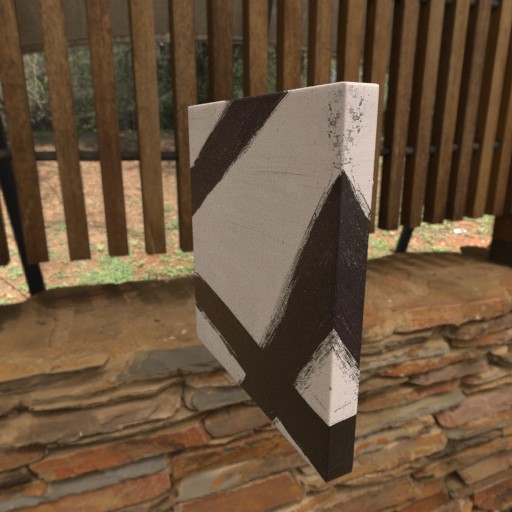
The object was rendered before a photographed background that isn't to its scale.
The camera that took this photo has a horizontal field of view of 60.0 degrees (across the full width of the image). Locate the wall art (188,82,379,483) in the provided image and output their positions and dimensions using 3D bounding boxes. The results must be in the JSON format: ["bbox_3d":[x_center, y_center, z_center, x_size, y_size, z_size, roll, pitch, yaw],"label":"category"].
[{"bbox_3d":[0.000,0.000,0.756,0.050,0.508,0.507,-8,17,-26],"label":"wall art"}]
